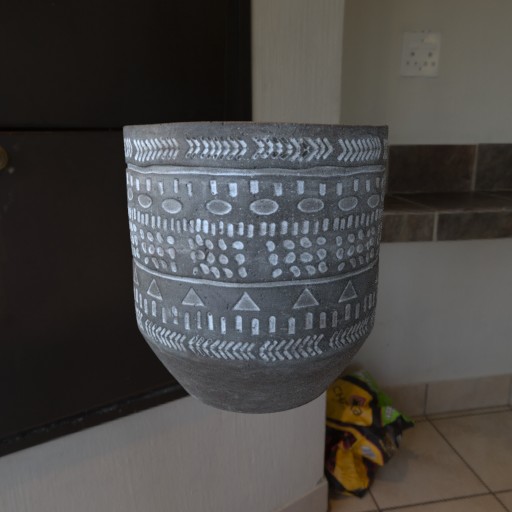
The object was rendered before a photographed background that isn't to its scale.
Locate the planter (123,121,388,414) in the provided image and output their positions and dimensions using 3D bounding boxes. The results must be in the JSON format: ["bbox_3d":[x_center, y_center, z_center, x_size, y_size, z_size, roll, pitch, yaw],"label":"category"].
[{"bbox_3d":[0.000,0.000,0.264,0.142,0.149,0.142,0,15,0],"label":"planter"}]
